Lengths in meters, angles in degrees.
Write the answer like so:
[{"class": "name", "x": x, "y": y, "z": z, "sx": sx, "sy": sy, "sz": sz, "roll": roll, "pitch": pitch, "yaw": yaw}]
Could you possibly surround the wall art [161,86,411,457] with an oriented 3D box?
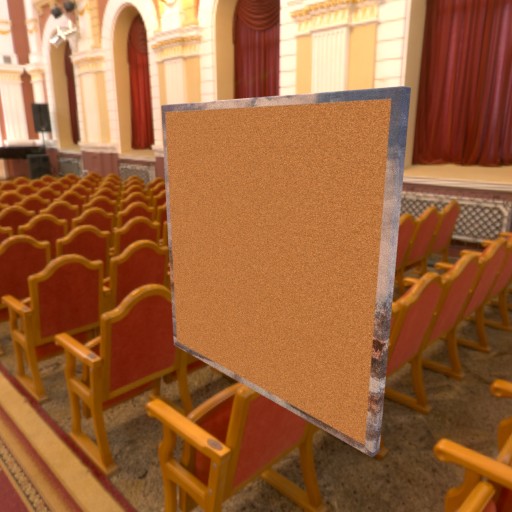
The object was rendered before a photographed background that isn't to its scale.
[{"class": "wall art", "x": 0.000, "y": 0.000, "z": 1.517, "sx": 0.040, "sy": 1.020, "sz": 1.010, "roll": -15, "pitch": 21, "yaw": -43}]
